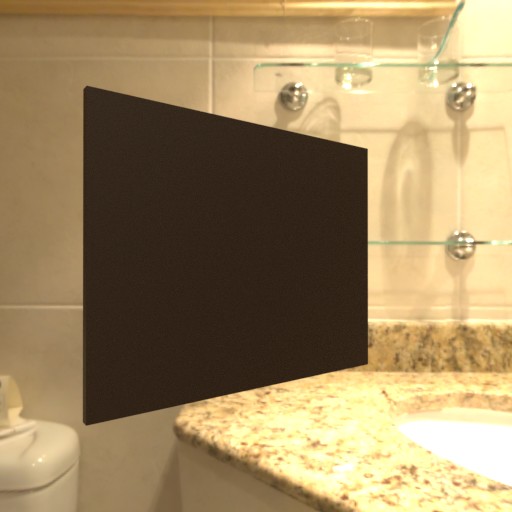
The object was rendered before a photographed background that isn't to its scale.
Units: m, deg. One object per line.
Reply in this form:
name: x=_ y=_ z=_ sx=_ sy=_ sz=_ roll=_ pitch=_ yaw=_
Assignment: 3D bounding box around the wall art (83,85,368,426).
wall art: x=0.000 y=0.000 z=1.613 sx=1.207 sy=0.952 sz=0.034 roll=0 pitch=0 yaw=-37
